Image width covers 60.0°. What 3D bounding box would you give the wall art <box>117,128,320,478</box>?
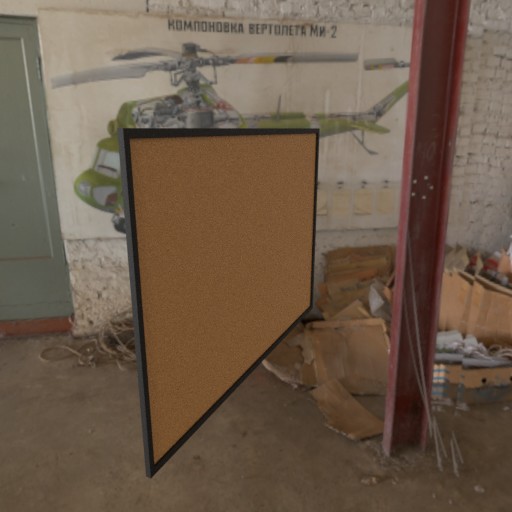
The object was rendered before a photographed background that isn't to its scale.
[{"bbox_3d":[0.000,0.000,1.201,0.013,0.665,0.963,8,18,25],"label":"wall art"}]
